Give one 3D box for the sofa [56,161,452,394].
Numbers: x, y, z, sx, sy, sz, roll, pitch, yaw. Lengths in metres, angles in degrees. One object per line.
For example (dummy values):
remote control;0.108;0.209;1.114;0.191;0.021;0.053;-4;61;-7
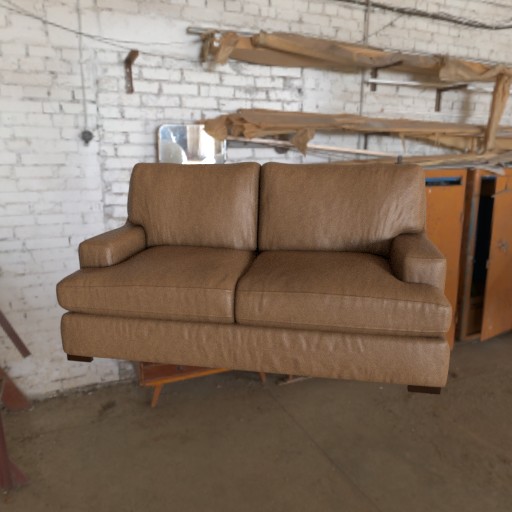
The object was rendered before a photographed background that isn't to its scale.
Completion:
sofa;0.000;0.000;2.383;1.855;0.980;0.962;2;13;10
